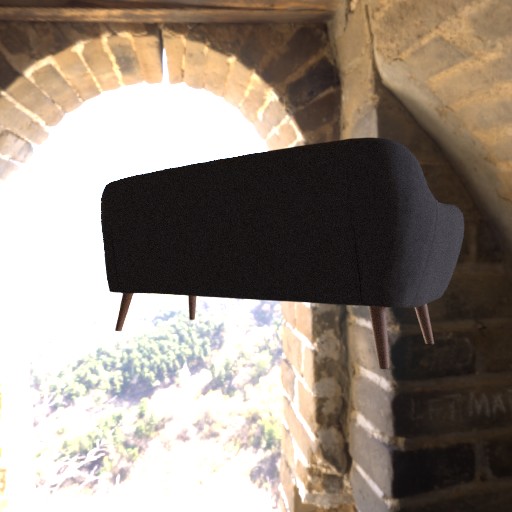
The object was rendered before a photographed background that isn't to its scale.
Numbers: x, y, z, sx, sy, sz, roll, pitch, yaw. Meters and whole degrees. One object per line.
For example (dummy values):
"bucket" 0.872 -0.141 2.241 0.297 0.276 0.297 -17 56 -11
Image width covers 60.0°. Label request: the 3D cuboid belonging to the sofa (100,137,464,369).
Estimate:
"sofa" 0.000 0.000 2.241 1.840 0.820 0.820 -1 -1 36
